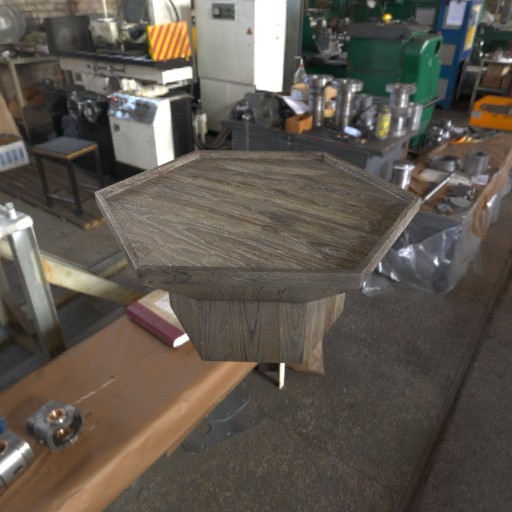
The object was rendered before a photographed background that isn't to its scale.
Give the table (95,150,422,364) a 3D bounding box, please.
[{"bbox_3d":[0.000,0.000,1.634,1.115,0.488,0.966,1,31,2],"label":"table"}]
